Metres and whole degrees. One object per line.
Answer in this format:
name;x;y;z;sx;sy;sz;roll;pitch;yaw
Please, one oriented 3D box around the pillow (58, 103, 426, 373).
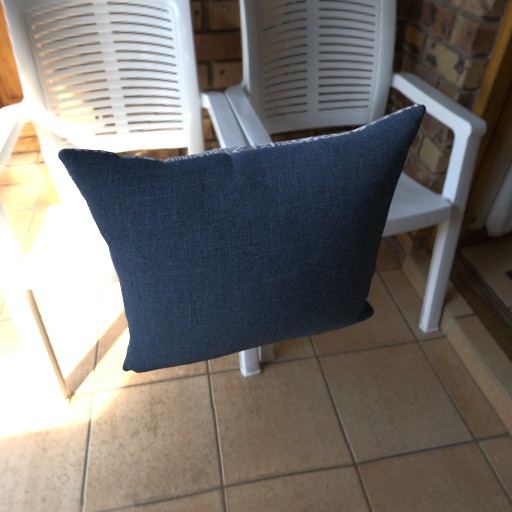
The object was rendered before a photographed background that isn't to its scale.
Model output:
pillow;0.000;0.000;0.777;0.546;0.487;0.180;-11;42;-12
